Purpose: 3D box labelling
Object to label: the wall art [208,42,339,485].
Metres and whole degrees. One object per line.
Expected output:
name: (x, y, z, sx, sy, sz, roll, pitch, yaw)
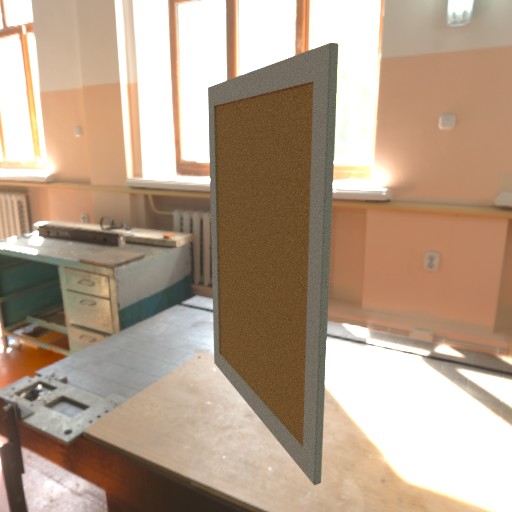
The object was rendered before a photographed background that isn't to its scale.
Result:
wall art: (0.000, 0.000, 0.678, 0.012, 0.529, 0.374, -6, 15, -25)
